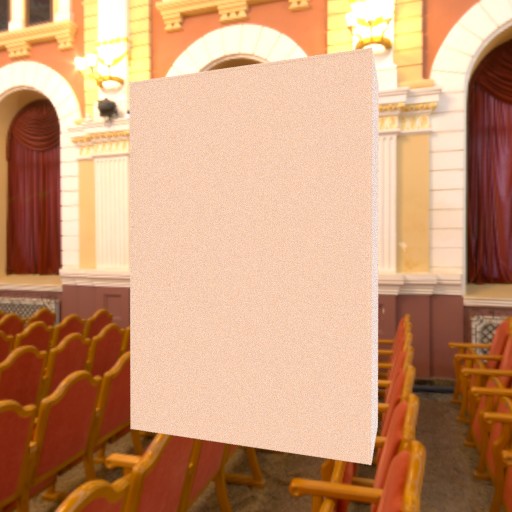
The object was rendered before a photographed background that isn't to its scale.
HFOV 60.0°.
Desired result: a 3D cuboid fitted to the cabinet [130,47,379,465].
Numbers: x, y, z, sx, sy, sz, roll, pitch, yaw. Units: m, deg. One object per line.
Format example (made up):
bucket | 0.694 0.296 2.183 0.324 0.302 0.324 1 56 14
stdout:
cabinet | 0.000 0.000 2.473 1.290 1.910 0.510 0 1 19
